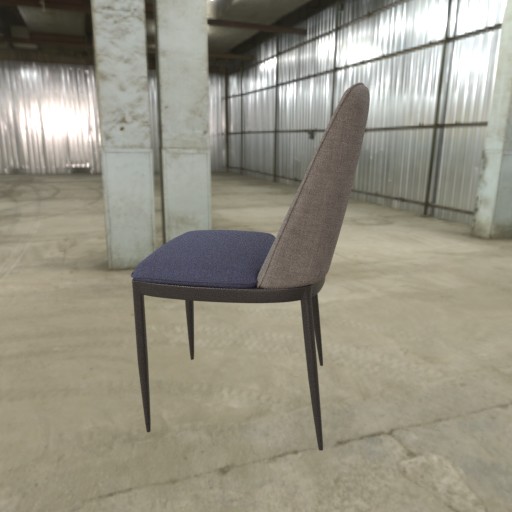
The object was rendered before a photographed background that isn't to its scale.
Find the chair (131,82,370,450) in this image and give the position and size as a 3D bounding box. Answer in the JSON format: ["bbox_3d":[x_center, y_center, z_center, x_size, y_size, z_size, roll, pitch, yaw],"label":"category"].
[{"bbox_3d":[0.000,0.000,1.204,0.550,0.855,0.488,2,14,8],"label":"chair"}]
